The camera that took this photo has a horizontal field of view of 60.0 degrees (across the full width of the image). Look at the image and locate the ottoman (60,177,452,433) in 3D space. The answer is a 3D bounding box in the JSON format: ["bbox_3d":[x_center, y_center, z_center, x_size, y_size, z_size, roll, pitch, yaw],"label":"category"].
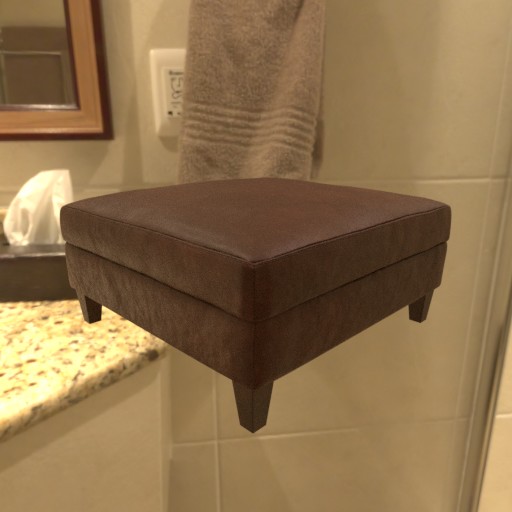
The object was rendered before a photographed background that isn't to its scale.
[{"bbox_3d":[0.000,0.000,1.323,0.844,0.415,0.836,-16,22,-43],"label":"ottoman"}]
